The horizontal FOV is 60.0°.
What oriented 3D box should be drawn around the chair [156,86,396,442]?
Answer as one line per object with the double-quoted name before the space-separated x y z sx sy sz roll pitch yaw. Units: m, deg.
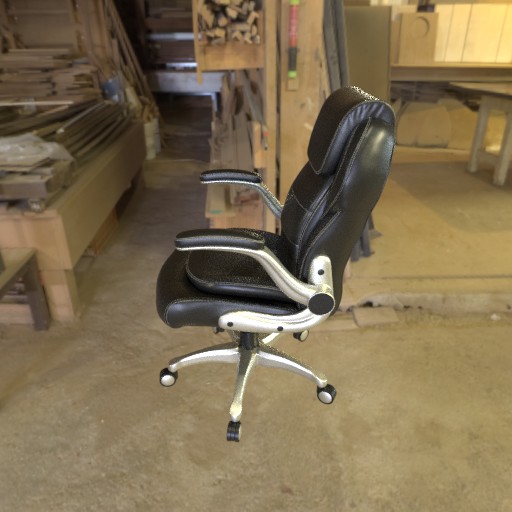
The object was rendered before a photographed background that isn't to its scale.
"chair" 0.000 0.000 1.633 0.801 1.141 0.724 0 26 0
